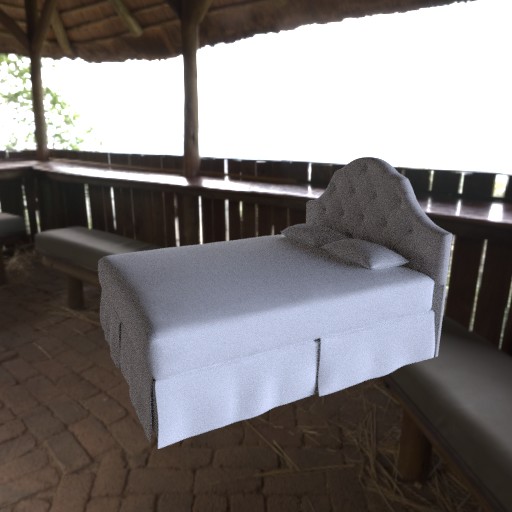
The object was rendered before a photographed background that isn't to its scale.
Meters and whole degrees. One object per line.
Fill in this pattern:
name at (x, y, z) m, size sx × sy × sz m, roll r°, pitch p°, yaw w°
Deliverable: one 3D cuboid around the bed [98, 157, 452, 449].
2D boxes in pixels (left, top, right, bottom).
bed at (0.000, 0.000, 3.841) m, size 2.477 × 1.617 × 2.039 m, roll -8°, pitch 18°, yaw -26°
